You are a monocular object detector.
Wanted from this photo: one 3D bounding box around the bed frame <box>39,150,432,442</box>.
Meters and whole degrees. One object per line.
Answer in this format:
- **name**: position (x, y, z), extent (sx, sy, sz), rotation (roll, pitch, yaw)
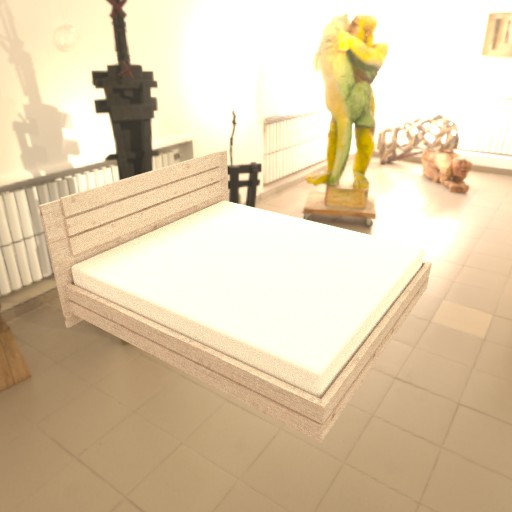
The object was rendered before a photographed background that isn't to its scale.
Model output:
- **bed frame**: position (0.000, 0.000, 3.269), extent (2.080, 0.970, 1.950), rotation (17, 31, 31)
